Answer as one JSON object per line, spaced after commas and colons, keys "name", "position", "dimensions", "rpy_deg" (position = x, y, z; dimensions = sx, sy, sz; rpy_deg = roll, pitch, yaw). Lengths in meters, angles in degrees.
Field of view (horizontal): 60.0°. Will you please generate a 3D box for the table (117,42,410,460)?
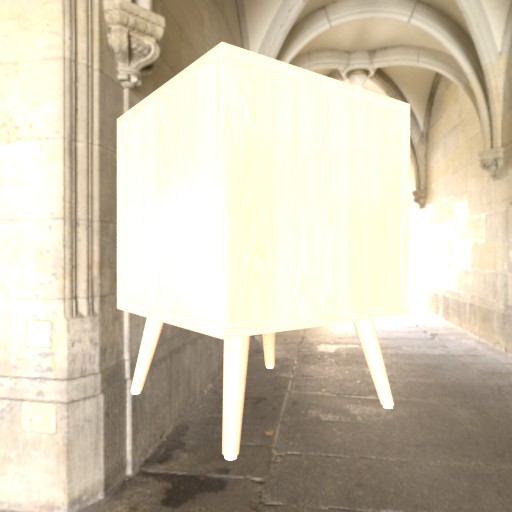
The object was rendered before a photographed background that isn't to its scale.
{"name": "table", "position": [0.000, 0.000, 0.846], "dimensions": [0.400, 0.550, 0.400], "rpy_deg": [0, 0, -36]}
